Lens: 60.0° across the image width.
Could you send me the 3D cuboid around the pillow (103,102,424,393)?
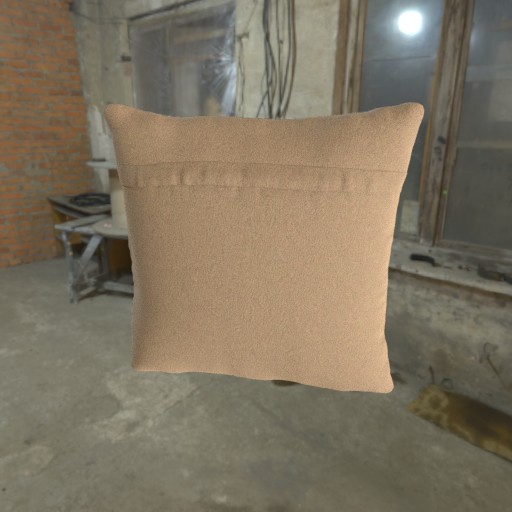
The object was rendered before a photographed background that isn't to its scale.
[{"bbox_3d":[0.000,0.000,0.702,0.459,0.458,0.181,3,17,9],"label":"pillow"}]
